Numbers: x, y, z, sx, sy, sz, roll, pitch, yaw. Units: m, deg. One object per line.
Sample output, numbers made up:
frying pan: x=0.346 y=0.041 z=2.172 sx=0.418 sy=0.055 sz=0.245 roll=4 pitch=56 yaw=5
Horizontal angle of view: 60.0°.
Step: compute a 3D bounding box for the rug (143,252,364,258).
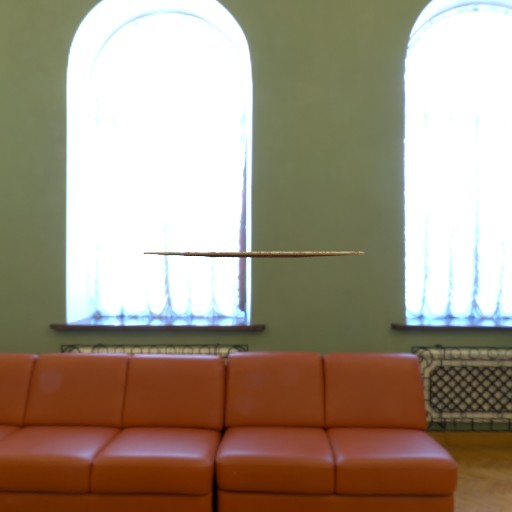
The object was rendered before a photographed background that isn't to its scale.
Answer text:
rug: x=0.000 y=0.000 z=2.716 sx=0.750 sy=0.009 sz=2.435 roll=0 pitch=0 yaw=0
